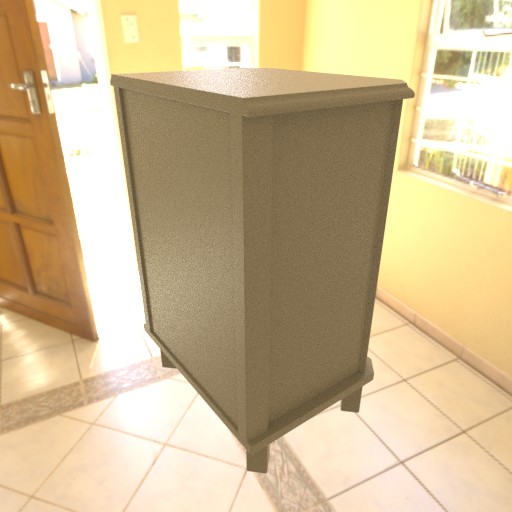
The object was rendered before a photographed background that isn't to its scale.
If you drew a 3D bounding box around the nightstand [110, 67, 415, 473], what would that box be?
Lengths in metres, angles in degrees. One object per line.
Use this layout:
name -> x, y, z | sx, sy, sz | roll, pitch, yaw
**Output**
nightstand -> 0.000, 0.000, 0.907 | 0.350, 0.680, 0.450 | -18, 32, -32
